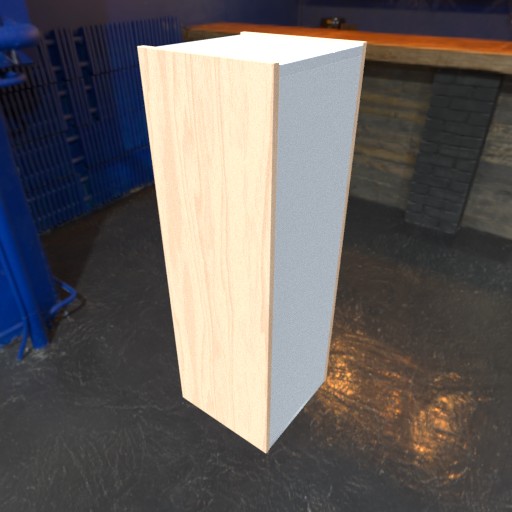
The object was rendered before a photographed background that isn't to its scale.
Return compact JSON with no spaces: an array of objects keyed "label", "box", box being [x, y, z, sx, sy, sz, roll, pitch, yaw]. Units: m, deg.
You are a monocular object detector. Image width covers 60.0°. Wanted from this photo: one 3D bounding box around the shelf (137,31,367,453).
[{"label":"shelf","box":[0.000,0.000,1.036,0.290,0.900,0.300,22,38,31]}]
